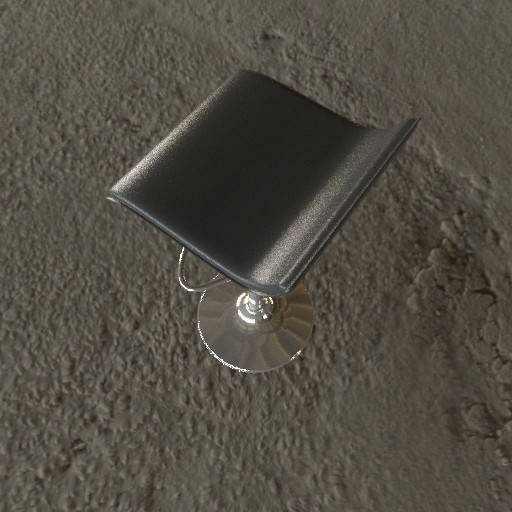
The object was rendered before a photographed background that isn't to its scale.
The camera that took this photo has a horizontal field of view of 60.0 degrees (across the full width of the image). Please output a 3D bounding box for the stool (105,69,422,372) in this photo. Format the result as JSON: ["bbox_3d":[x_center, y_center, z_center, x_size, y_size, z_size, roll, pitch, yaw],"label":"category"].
[{"bbox_3d":[0.000,0.000,1.061,0.381,0.851,0.381,34,68,15],"label":"stool"}]
